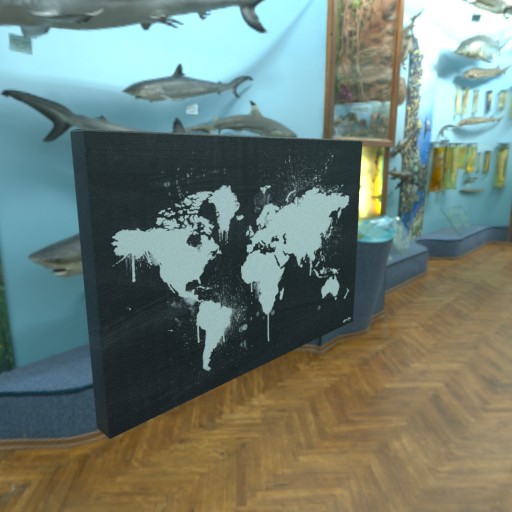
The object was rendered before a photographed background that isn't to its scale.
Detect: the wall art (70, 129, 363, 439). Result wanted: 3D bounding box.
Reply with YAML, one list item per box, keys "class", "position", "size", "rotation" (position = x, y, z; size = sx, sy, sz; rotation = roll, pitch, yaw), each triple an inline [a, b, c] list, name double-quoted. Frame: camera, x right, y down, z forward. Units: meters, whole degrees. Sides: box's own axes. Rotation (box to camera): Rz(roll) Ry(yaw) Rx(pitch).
- class: "wall art"
  position: [0.000, 0.000, 0.783]
  size: [0.038, 0.409, 0.610]
  rotation: [12, 18, 43]
